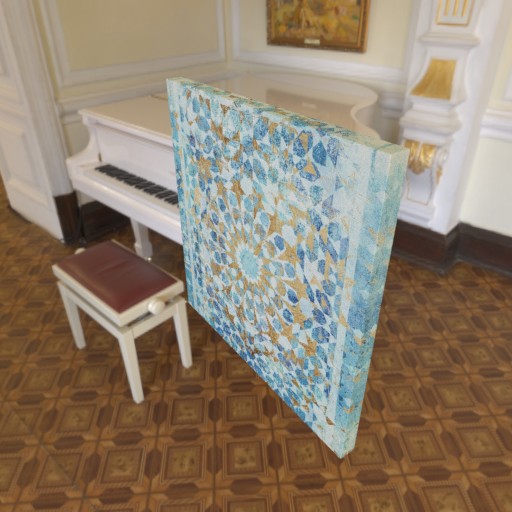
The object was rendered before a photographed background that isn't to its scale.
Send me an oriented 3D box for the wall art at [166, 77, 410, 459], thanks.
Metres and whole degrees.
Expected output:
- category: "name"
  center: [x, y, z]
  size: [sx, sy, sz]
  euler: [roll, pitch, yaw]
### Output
- category: "wall art"
  center: [0.000, 0.000, 0.917]
  size: [0.040, 0.609, 0.609]
  euler: [-21, 37, -30]
